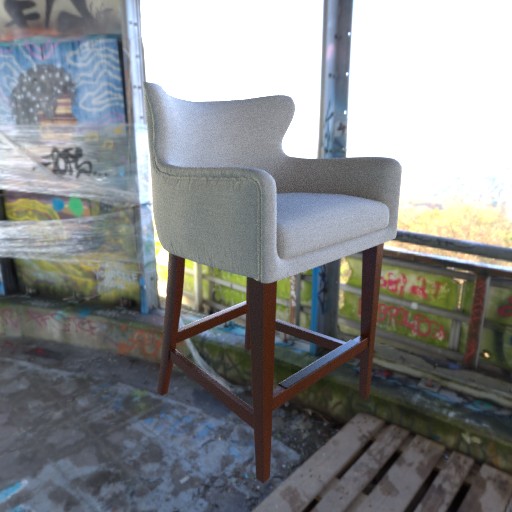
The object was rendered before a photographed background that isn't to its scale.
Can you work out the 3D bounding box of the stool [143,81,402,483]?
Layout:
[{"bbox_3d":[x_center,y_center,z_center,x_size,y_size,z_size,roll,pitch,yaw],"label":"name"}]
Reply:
[{"bbox_3d":[0.000,0.000,1.373,0.637,0.987,0.615,14,21,41],"label":"stool"}]
